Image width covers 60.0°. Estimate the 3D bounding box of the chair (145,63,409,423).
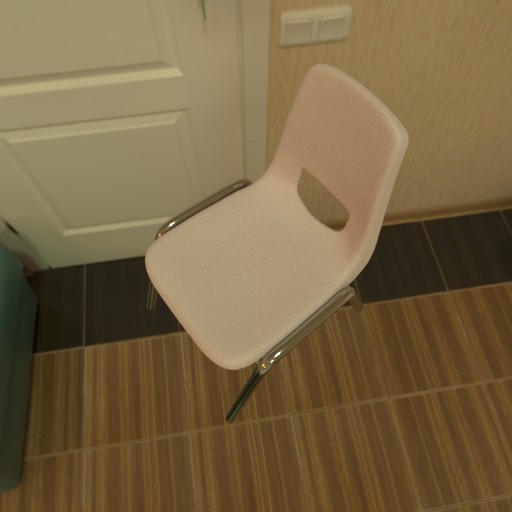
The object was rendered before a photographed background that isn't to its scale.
[{"bbox_3d":[0.000,0.000,0.836,0.423,0.586,0.354,-35,68,-16],"label":"chair"}]
